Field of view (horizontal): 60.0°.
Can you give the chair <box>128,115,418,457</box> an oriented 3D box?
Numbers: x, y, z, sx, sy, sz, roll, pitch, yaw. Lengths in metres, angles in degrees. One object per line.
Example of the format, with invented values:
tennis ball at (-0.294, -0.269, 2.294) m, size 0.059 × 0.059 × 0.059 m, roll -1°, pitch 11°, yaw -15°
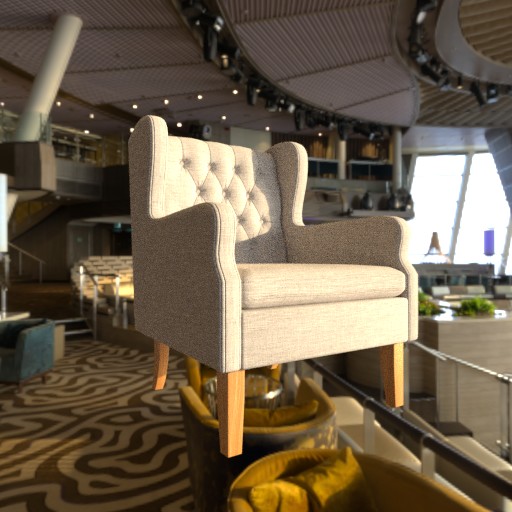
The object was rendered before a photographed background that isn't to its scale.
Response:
chair at (0.000, 0.000, 1.486) m, size 0.710 × 0.930 × 0.760 m, roll 0°, pitch 0°, yaw -35°
